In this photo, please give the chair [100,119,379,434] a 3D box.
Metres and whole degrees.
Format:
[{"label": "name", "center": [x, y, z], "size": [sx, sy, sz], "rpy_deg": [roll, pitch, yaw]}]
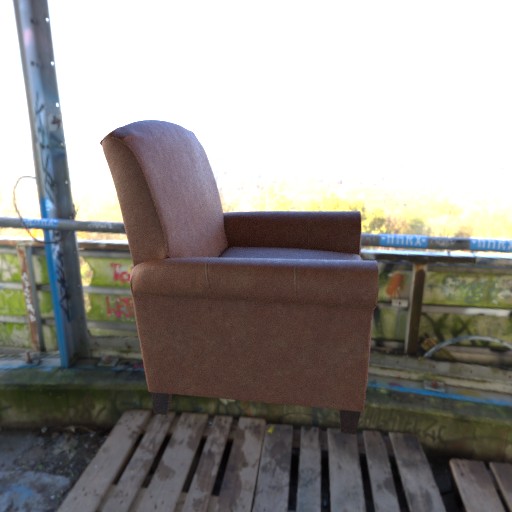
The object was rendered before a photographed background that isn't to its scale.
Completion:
[{"label": "chair", "center": [0.000, 0.000, 1.800], "size": [0.902, 1.061, 0.978], "rpy_deg": [3, 16, 9]}]
